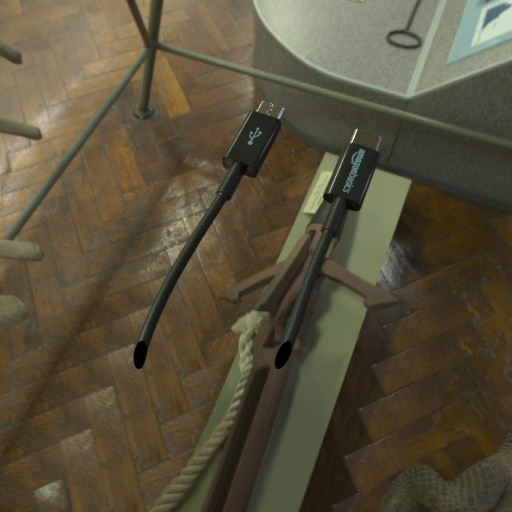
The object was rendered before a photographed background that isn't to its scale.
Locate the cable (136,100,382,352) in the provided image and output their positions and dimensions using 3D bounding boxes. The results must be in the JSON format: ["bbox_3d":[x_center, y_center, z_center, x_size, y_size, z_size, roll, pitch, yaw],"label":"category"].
[{"bbox_3d":[0.000,0.000,0.111,0.040,0.006,0.098,21,65,10],"label":"cable"}]
